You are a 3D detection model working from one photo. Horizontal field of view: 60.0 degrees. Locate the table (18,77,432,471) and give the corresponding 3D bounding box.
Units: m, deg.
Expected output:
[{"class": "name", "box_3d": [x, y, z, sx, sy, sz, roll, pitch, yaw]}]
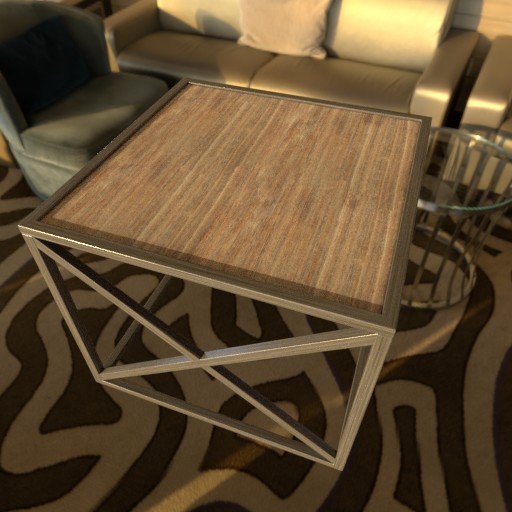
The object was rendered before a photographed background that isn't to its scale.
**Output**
[{"class": "table", "box_3d": [0.000, 0.000, 1.033, 0.611, 0.507, 0.609, 14, 47, 14]}]
